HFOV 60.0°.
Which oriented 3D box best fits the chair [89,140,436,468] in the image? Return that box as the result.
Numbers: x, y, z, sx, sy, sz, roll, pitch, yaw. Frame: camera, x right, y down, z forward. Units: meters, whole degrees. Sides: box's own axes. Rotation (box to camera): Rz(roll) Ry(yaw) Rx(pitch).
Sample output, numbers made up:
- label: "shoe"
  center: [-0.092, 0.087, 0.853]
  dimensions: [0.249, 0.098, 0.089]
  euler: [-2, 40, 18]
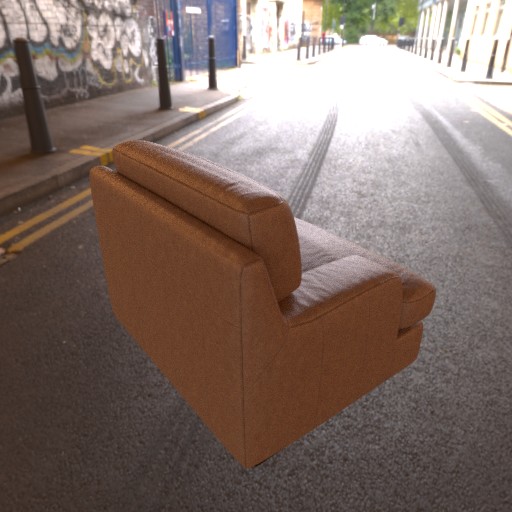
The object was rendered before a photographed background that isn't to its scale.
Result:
- label: "chair"
  center: [0.000, 0.000, 2.003]
  dimensions: [1.050, 0.978, 1.276]
  euler: [-19, 32, -33]
